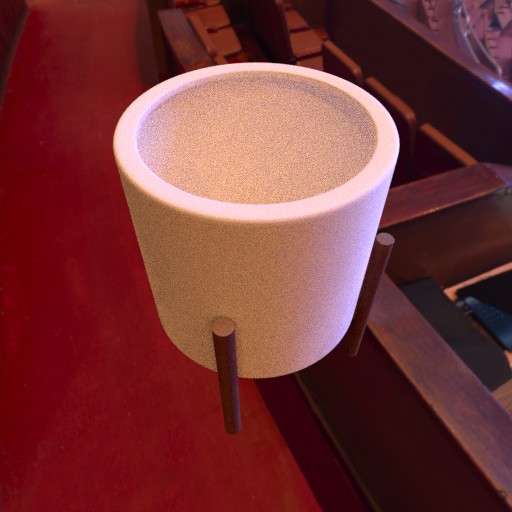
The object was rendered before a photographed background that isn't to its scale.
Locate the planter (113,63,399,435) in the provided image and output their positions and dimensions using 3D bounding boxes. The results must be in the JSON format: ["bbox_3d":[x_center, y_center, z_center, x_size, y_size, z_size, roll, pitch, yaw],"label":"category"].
[{"bbox_3d":[0.000,0.000,0.874,0.420,0.581,0.421,-23,52,-20],"label":"planter"}]
